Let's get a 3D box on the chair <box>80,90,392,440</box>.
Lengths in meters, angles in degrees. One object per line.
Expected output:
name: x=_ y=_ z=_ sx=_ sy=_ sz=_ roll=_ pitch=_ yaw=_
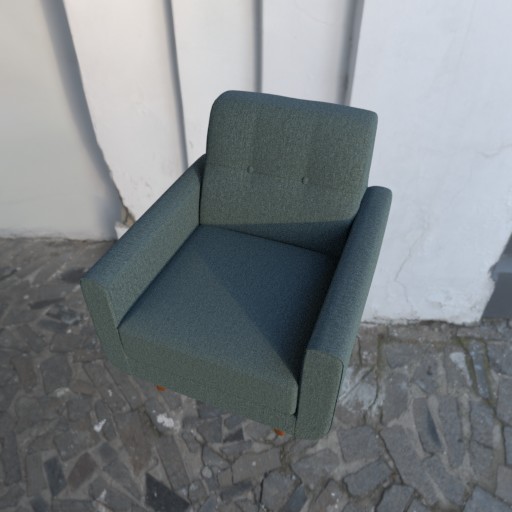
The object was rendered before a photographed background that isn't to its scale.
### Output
chair: x=0.000 y=0.000 z=1.721 sx=0.880 sy=0.940 sz=0.964 roll=15 pitch=43 yaw=16
